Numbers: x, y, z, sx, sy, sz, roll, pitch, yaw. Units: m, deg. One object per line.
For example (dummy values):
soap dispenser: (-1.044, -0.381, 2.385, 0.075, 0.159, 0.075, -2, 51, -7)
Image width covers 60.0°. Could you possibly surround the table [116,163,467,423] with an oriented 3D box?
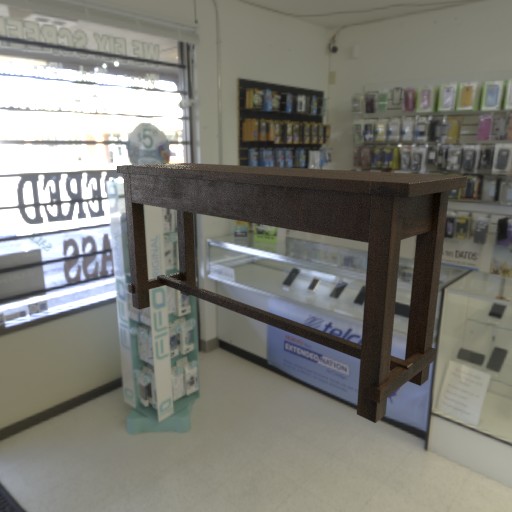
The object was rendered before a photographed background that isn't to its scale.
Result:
table: (0.000, 0.000, 1.977, 1.599, 0.762, 0.442, 14, 19, 43)
